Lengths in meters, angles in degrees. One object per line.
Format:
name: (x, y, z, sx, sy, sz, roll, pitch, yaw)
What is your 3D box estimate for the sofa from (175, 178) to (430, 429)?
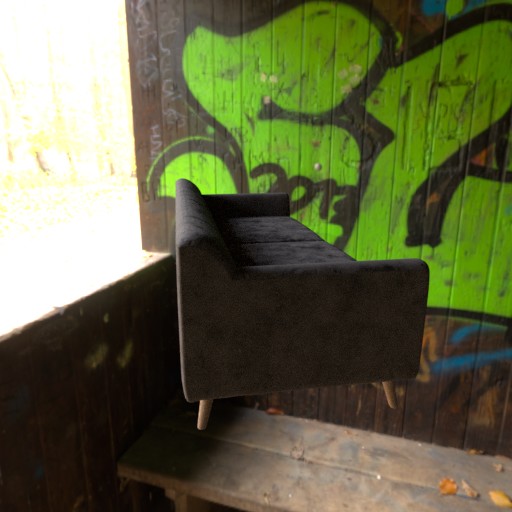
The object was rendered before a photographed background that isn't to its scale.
sofa: (0.000, 0.000, 2.590, 0.900, 0.740, 2.190, -3, 15, -10)
